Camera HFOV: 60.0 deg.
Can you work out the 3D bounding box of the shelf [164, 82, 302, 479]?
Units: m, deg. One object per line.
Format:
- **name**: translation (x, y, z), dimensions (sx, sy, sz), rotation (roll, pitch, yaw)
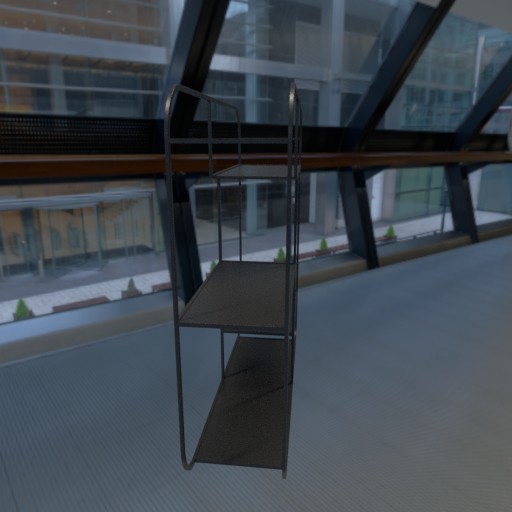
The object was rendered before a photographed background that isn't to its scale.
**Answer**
- **shelf**: translation (0.000, 0.000, 0.893), dimensions (0.160, 0.600, 0.600), rotation (2, 15, 7)
